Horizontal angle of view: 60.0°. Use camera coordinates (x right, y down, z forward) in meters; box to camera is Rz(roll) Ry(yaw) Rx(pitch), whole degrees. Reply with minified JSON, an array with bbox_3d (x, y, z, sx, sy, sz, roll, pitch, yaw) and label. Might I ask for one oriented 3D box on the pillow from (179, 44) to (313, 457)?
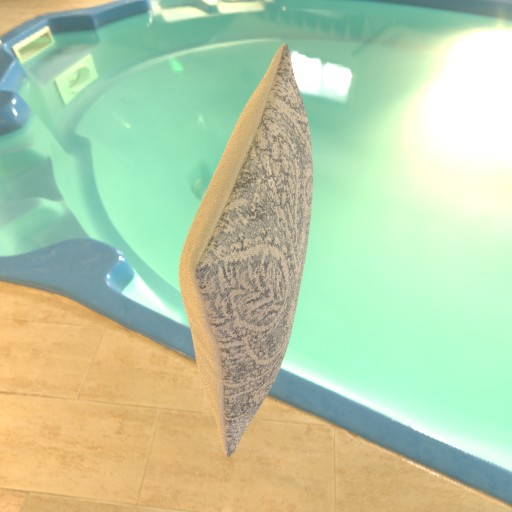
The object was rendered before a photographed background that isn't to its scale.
[{"bbox_3d":[0.000,0.000,0.770,0.166,0.510,0.523,9,49,8],"label":"pillow"}]
